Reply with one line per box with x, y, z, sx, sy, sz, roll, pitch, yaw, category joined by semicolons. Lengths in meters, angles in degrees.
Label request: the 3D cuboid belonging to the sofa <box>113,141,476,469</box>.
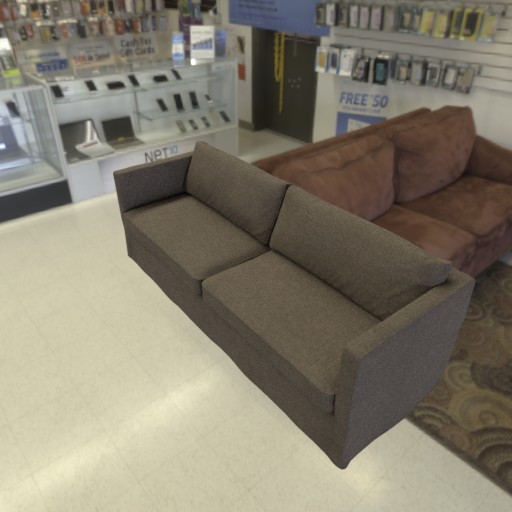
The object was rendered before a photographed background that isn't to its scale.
0.000;0.000;3.314;1.036;0.998;2.779;-23;40;-31;sofa
